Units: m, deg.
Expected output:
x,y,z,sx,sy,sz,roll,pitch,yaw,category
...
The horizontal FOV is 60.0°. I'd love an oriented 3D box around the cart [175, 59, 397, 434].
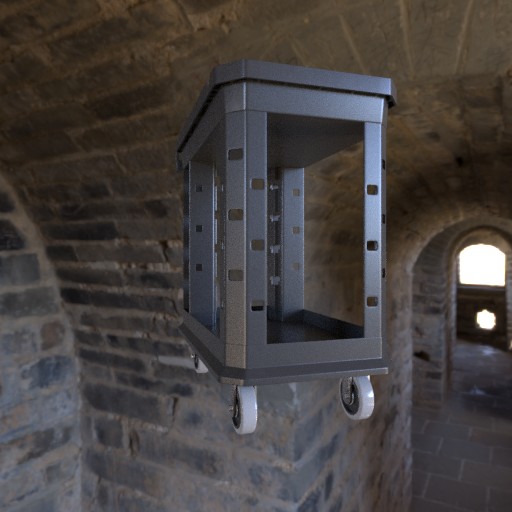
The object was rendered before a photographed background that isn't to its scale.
x,y,z,sx,sy,sz,roll,pitch,yaw,category
0.000,0.000,1.552,0.497,0.884,1.061,0,0,-17,cart
